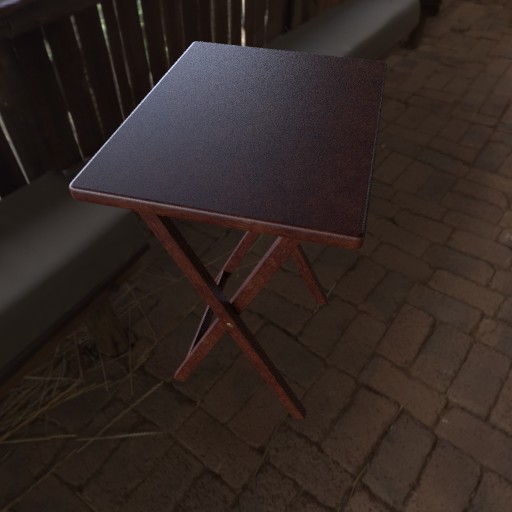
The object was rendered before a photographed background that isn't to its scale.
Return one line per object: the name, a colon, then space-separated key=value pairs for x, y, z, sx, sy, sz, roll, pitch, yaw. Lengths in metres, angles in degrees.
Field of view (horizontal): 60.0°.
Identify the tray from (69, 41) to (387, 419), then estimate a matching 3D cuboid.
tray: x=0.000 y=0.000 z=0.936 sx=0.381 sy=0.660 sz=0.483 roll=11 pitch=48 yaw=10
